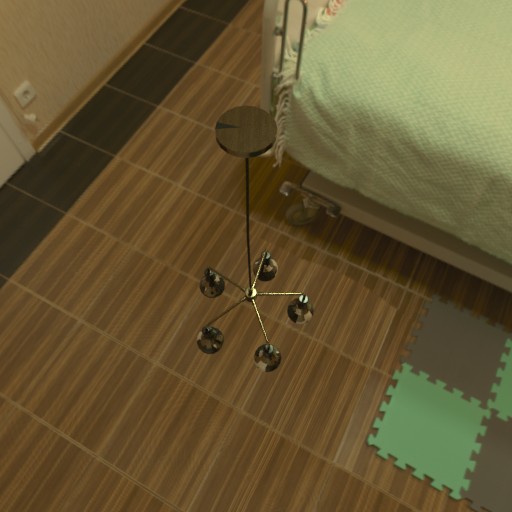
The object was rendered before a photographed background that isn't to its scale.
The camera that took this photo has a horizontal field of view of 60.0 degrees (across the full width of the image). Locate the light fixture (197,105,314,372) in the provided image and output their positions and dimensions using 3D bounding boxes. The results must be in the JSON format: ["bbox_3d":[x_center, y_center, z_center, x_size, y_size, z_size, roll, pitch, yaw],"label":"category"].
[{"bbox_3d":[0.000,0.000,1.220,0.421,0.988,0.438,-1,63,0],"label":"light fixture"}]
